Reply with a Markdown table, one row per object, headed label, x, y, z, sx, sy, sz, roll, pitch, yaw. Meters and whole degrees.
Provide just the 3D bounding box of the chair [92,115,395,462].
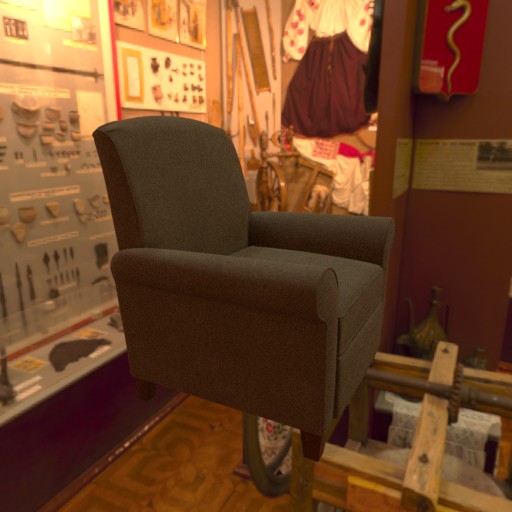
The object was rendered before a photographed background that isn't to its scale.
| label | x | y | z | sx | sy | sz | roll | pitch | yaw |
| --- | --- | --- | --- | --- | --- | --- | --- | --- | --- |
| chair | 0.000 | 0.000 | 1.734 | 0.905 | 1.061 | 0.978 | 8 | 17 | 27 |
